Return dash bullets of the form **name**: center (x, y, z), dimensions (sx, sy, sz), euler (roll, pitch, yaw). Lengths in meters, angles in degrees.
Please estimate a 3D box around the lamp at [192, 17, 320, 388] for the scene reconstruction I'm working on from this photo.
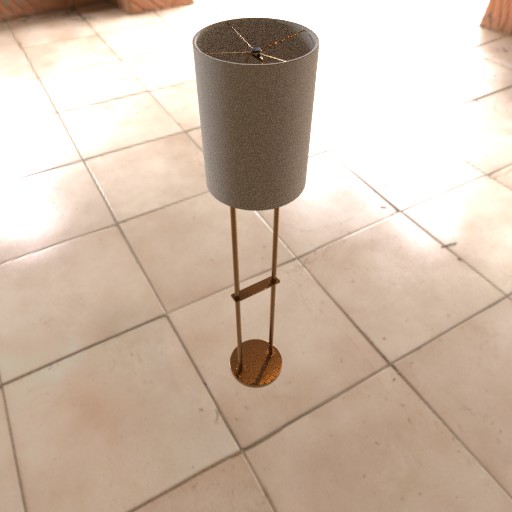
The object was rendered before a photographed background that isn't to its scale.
- **lamp**: center (0.000, 0.000, 1.603), dimensions (0.306, 1.500, 0.305), euler (-23, 50, -21)
